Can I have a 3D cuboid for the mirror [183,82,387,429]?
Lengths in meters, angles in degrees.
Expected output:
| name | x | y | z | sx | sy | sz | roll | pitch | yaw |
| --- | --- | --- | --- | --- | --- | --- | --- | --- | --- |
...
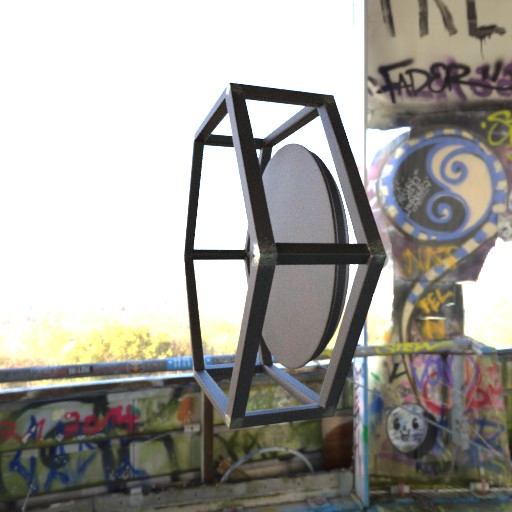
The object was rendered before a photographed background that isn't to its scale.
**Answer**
| name | x | y | z | sx | sy | sz | roll | pitch | yaw |
| --- | --- | --- | --- | --- | --- | --- | --- | --- | --- |
| mirror | 0.000 | 0.000 | 0.536 | 0.119 | 0.334 | 0.380 | 0 | 0 | -18 |
